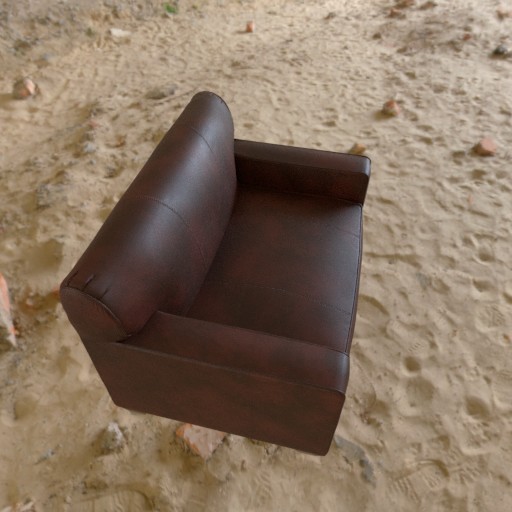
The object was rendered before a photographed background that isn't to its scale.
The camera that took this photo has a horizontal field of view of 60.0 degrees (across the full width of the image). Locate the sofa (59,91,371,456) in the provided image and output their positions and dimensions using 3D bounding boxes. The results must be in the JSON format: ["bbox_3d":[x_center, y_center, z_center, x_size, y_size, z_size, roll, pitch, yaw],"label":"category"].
[{"bbox_3d":[0.000,0.000,2.069,1.000,0.956,1.413,10,47,9],"label":"sofa"}]
